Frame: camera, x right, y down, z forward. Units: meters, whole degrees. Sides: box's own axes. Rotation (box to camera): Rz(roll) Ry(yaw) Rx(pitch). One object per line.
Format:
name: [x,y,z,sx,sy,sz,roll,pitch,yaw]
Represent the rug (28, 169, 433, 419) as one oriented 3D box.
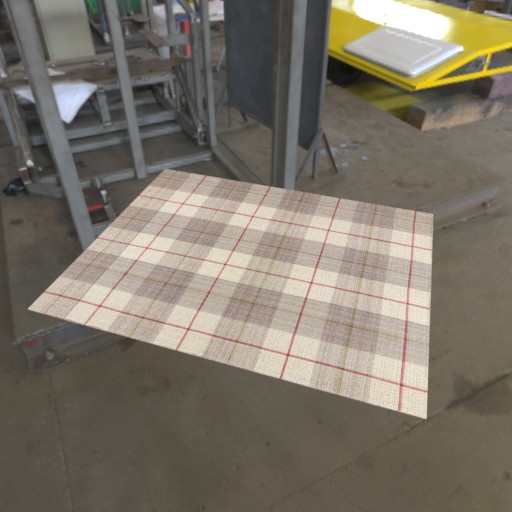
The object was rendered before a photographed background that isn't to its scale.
rug: [0.000,0.000,3.922,2.959,0.016,2.317,12,41,14]
